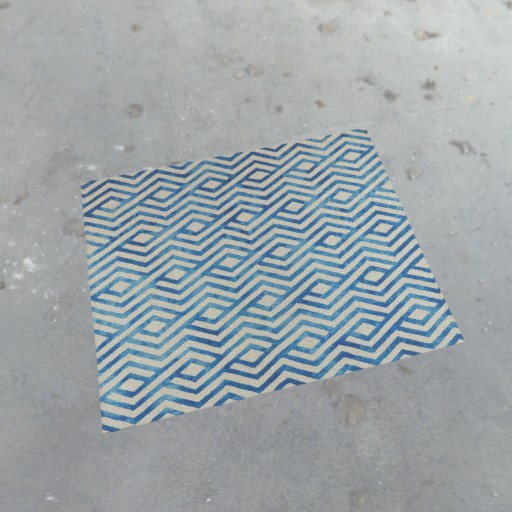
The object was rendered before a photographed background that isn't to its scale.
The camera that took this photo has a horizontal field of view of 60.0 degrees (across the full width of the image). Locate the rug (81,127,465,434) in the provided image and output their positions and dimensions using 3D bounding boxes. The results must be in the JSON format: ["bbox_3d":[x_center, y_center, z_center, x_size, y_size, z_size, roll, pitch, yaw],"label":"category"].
[{"bbox_3d":[0.000,0.000,4.130,3.059,0.008,2.453,-13,64,-6],"label":"rug"}]
